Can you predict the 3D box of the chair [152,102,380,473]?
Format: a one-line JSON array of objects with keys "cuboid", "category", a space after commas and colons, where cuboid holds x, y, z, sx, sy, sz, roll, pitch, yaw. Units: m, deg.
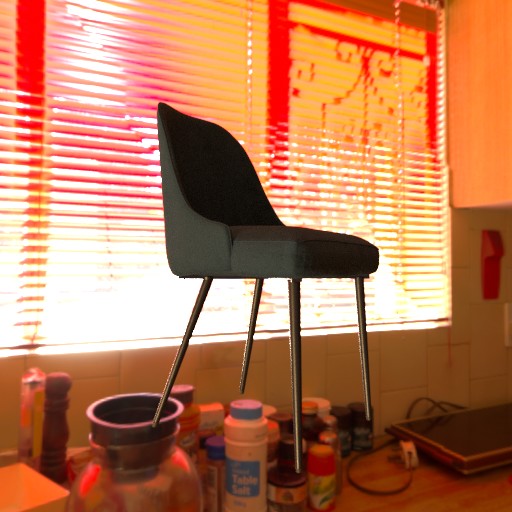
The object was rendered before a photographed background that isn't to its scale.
[{"cuboid": [0.000, 0.000, 1.208, 0.559, 0.896, 0.478, -1, -2, 35], "category": "chair"}]
